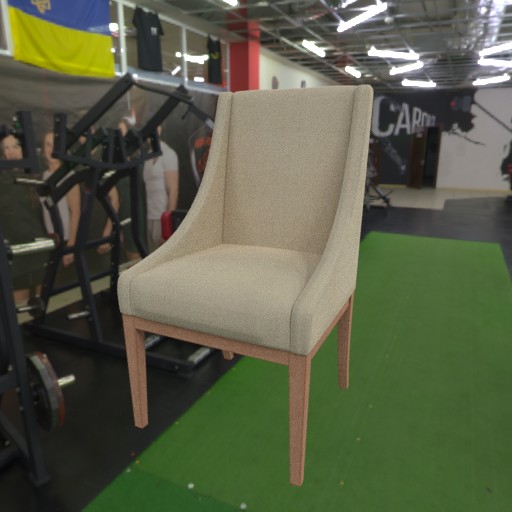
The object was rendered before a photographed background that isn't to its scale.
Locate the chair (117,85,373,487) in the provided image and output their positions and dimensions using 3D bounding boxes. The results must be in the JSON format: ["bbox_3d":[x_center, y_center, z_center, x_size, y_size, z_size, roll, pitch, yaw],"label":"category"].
[{"bbox_3d":[0.000,0.000,1.369,0.575,1.021,0.611,8,17,26],"label":"chair"}]
